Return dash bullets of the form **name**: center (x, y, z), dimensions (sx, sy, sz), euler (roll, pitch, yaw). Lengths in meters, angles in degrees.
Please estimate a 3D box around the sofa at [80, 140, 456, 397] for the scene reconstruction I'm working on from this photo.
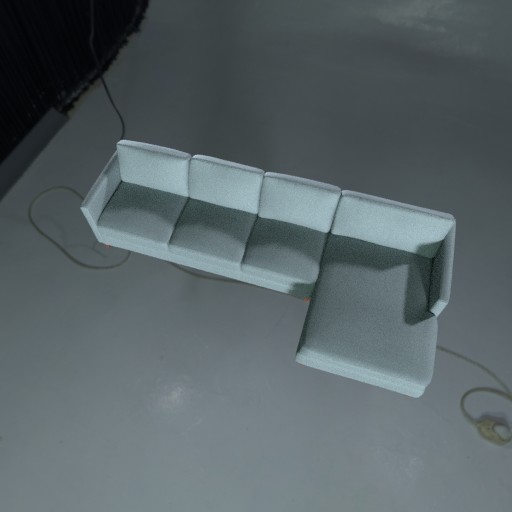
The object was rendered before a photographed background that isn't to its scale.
- **sofa**: center (0.000, 0.000, 4.215), dimensions (3.471, 0.950, 1.604), euler (15, 59, 9)
